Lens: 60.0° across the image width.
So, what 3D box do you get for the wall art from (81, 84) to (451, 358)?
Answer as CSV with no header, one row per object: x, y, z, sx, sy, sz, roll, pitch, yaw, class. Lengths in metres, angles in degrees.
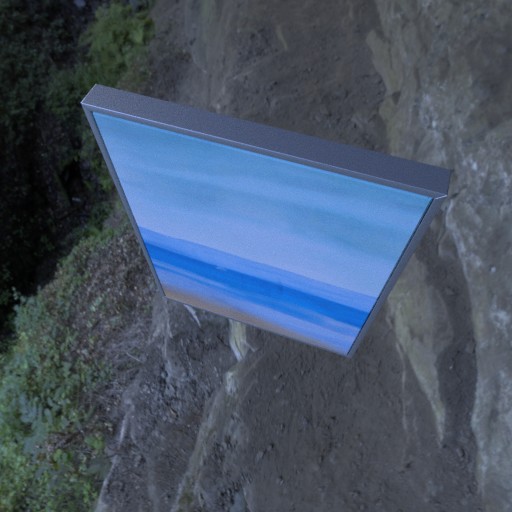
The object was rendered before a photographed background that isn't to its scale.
0.000,0.000,0.756,0.445,0.553,0.039,16,61,10,wall art
